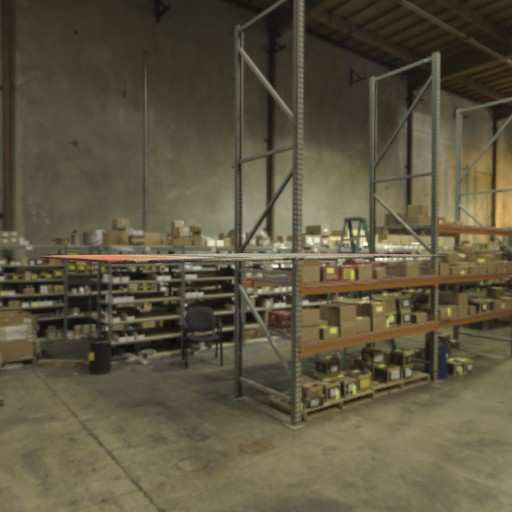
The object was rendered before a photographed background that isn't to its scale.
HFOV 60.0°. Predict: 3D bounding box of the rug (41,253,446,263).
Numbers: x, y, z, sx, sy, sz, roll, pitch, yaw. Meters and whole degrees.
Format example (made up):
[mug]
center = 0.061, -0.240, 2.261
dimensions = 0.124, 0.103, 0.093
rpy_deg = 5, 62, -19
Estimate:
[rug]
center = 0.000, 0.000, 3.015
dimensions = 2.446, 0.017, 1.530
rpy_deg = -1, 1, -38
